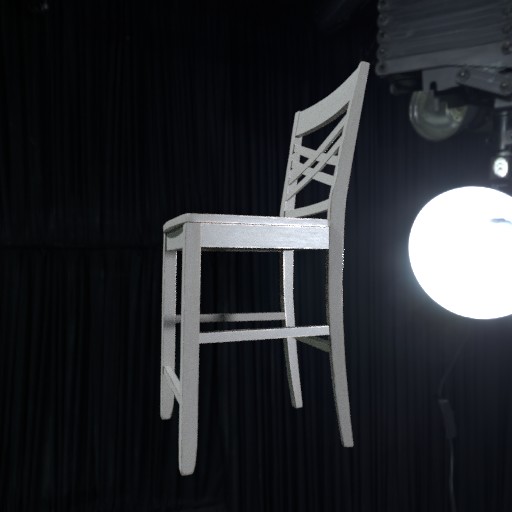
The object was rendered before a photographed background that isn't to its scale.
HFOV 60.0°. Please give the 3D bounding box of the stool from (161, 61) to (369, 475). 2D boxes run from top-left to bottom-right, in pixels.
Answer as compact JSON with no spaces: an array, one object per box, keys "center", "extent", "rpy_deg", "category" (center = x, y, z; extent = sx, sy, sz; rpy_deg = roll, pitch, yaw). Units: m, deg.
[{"center":[0.000,0.000,1.363],"extent":[0.539,1.079,0.462],"rpy_deg":[0,-1,-19],"category":"stool"}]
